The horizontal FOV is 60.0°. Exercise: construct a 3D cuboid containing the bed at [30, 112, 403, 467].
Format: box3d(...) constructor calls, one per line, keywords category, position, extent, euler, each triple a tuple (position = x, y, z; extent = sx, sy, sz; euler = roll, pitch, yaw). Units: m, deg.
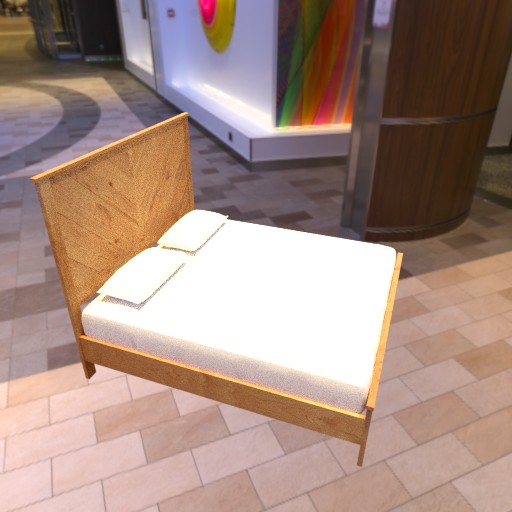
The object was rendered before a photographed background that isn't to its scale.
box3d(category="bed", position=(0.000, 0.000, 4.090), extent=(2.530, 1.938, 2.225), euler=(11, 32, 18))
